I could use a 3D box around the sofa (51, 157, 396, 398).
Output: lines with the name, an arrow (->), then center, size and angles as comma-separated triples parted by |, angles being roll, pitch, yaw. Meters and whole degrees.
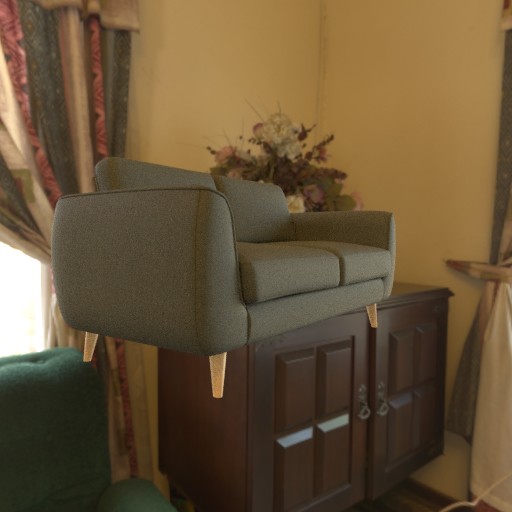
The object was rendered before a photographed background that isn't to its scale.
sofa -> 0.000, 0.000, 2.178 | 0.920, 0.850, 1.700 | 2, 3, 36
